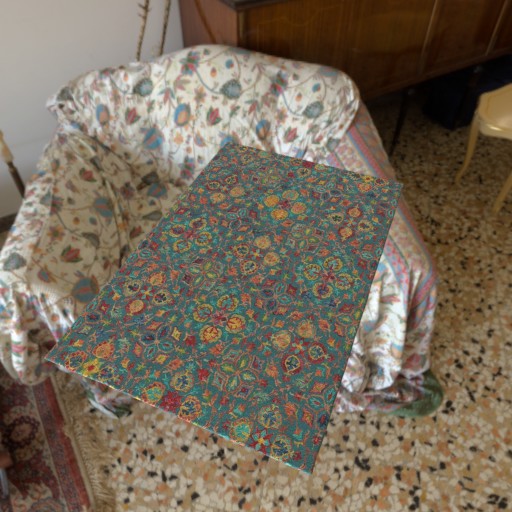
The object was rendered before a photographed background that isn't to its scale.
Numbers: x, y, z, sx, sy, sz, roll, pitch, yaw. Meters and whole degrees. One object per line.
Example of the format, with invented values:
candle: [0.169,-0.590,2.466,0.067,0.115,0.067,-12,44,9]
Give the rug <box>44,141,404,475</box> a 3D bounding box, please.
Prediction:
rug: [0.000,0.000,2.333,1.216,0.014,1.836,17,49,15]
